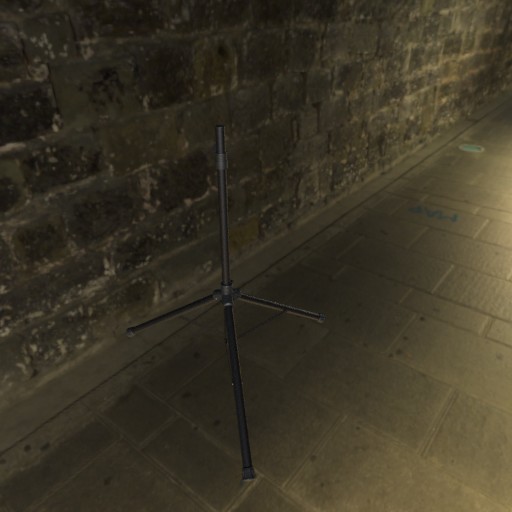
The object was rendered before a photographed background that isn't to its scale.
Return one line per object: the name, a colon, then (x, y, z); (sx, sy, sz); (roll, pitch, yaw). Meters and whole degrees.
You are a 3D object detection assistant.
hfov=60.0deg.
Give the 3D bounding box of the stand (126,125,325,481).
stand: (0.000, 0.000, 1.866); (0.907, 1.136, 1.045); (-21, 37, -31)
